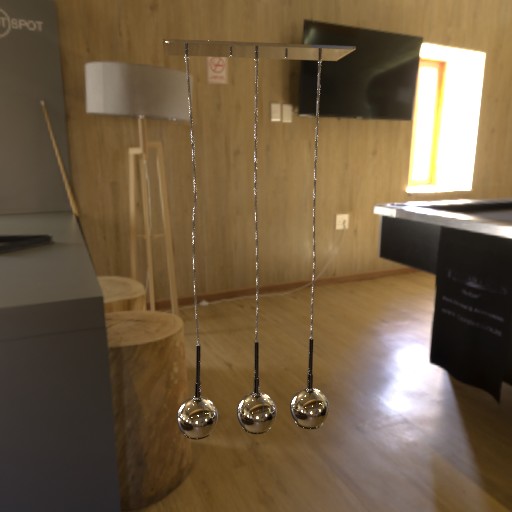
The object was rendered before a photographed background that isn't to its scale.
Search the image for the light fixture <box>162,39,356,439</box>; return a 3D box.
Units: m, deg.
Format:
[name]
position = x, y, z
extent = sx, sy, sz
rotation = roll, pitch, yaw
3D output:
[light fixture]
position = 0.000, 0.000, 1.631
extent = 0.623, 1.408, 0.188
rotation = -2, 13, -9
